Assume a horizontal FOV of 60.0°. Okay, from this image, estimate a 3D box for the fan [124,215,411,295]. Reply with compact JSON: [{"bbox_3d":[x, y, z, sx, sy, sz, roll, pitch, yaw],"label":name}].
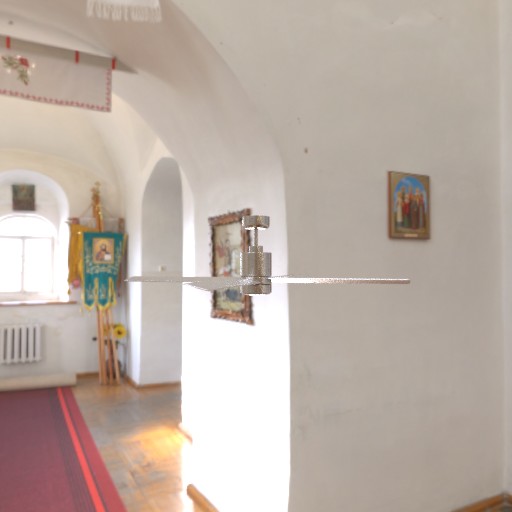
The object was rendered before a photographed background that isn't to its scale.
[{"bbox_3d":[0.000,0.000,2.007,1.322,0.355,1.322,0,-1,17],"label":"fan"}]
